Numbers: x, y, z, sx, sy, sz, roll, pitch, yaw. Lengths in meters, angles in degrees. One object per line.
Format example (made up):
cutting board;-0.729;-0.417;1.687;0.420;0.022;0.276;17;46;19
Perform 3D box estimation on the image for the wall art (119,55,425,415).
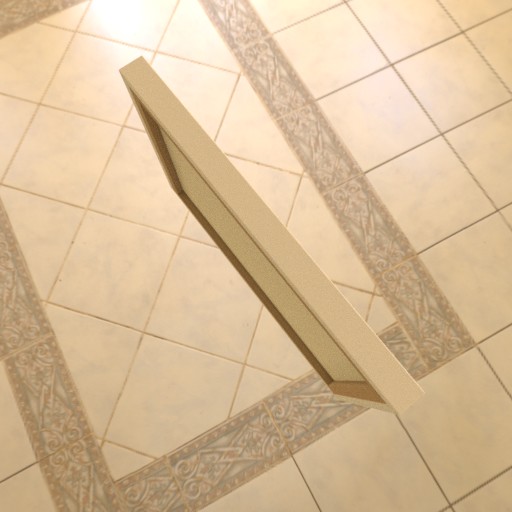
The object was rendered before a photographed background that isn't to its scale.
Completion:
wall art;0.000;0.000;0.792;0.042;0.414;0.608;-37;78;-9
